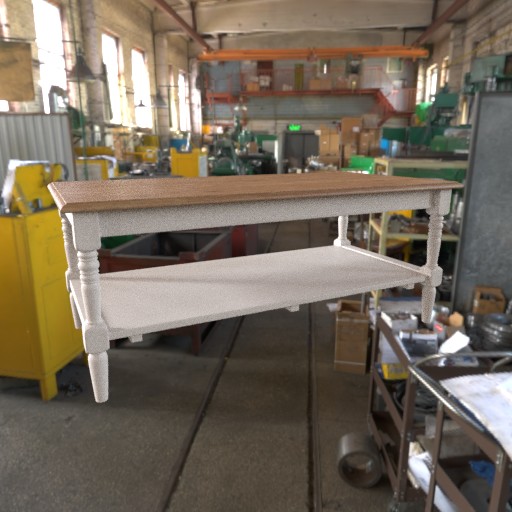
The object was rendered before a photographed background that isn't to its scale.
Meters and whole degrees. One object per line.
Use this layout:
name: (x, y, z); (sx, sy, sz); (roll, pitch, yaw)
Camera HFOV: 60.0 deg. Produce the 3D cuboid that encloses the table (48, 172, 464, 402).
table: (0.000, 0.000, 1.384); (1.118, 0.458, 0.559); (-7, 16, -26)
